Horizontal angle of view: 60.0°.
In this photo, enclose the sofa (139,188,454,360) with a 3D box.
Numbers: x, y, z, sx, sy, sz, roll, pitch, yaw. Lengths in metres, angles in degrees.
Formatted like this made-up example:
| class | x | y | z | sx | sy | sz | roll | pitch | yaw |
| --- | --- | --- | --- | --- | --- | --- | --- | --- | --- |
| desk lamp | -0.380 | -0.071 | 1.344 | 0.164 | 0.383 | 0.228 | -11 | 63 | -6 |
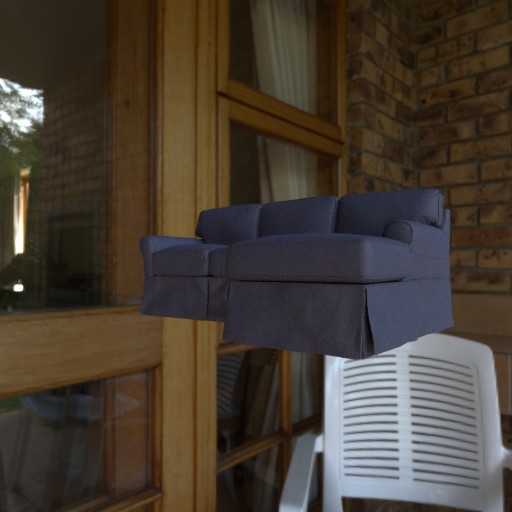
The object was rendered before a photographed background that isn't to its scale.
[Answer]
| class | x | y | z | sx | sy | sz | roll | pitch | yaw |
| --- | --- | --- | --- | --- | --- | --- | --- | --- | --- |
| sofa | 0.000 | 0.000 | 3.404 | 2.518 | 1.039 | 1.637 | -1 | -2 | 36 |
